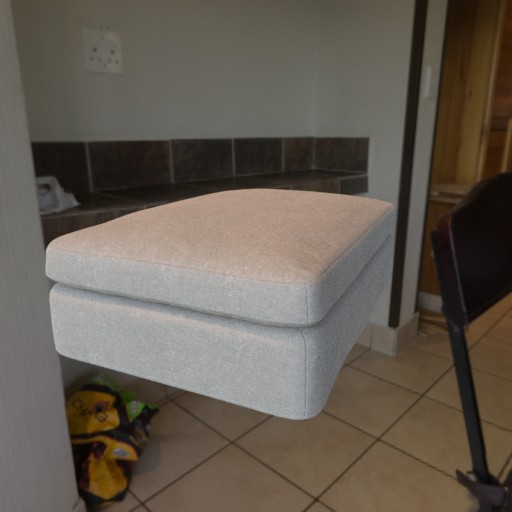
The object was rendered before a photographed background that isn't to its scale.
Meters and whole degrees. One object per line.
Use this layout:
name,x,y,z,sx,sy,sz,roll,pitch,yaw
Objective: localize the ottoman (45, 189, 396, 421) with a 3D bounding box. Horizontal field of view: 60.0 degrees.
ottoman,0.000,0.000,1.629,0.840,0.429,1.199,7,17,24
